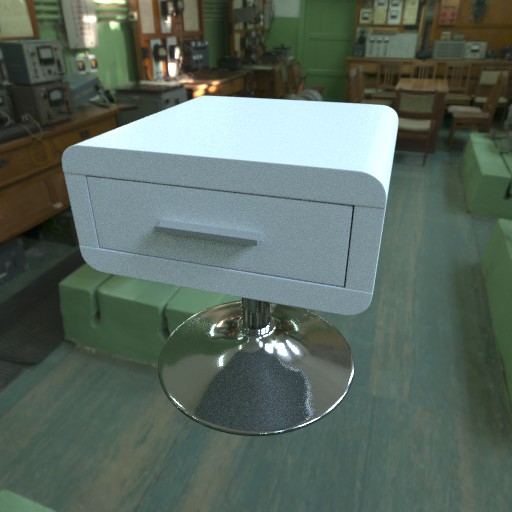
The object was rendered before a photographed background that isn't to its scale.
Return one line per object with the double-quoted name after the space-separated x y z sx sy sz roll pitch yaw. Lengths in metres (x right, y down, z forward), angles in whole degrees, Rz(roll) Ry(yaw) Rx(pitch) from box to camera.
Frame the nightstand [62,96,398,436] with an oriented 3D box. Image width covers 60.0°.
0.000 0.000 0.757 0.399 0.447 0.404 9 30 15 "nightstand"
